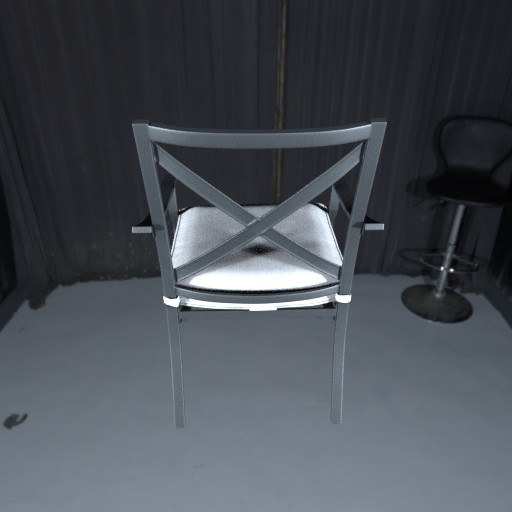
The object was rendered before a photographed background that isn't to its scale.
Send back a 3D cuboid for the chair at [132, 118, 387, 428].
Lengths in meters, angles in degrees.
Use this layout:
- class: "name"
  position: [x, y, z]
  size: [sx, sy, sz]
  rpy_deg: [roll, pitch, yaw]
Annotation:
- class: "chair"
  position: [0.000, 0.000, 1.299]
  size: [0.575, 0.889, 0.620]
  rpy_deg: [-1, 29, -2]
